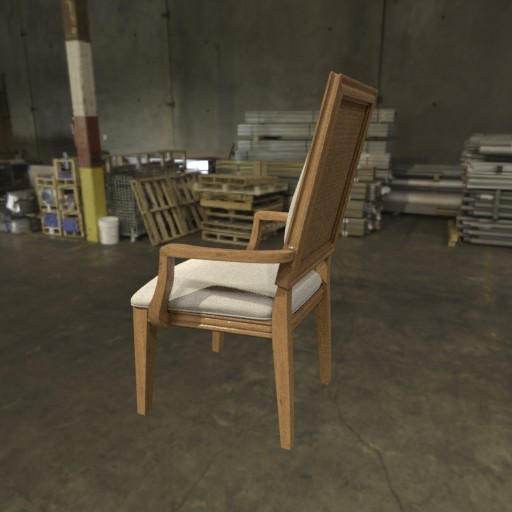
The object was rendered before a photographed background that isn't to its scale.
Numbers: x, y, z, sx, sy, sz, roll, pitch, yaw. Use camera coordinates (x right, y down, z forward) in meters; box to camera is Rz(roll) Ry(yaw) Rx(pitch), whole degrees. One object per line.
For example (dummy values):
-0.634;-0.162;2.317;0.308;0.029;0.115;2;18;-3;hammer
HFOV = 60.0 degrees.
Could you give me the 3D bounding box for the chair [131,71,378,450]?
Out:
0.000;0.000;1.377;0.602;0.990;0.606;7;17;24;chair
